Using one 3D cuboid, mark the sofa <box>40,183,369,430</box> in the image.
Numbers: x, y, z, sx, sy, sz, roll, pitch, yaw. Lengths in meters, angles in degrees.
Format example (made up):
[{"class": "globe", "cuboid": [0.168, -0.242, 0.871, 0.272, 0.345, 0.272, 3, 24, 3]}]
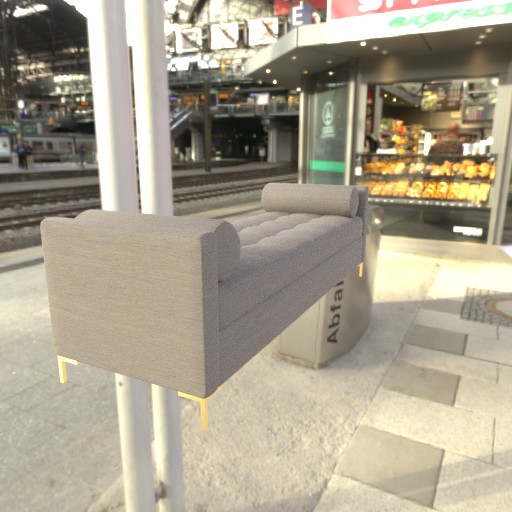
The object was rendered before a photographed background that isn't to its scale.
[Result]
[{"class": "sofa", "cuboid": [0.000, 0.000, 2.307, 0.686, 0.635, 1.981, 7, 15, 26]}]
